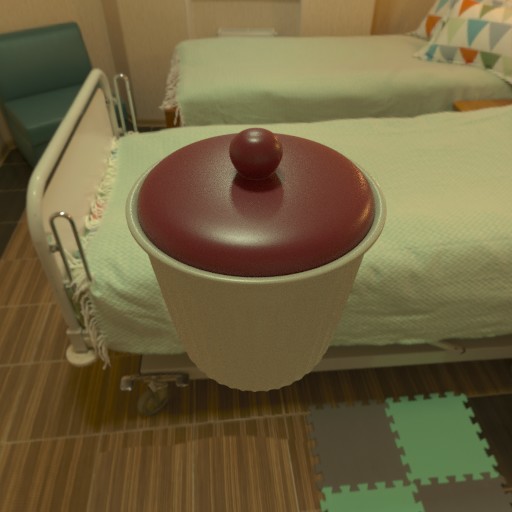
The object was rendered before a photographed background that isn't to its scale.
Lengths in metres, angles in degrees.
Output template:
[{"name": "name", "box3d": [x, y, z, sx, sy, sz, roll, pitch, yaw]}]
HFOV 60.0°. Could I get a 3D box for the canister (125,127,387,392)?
[{"name": "canister", "box3d": [0.000, 0.000, 0.353, 0.181, 0.211, 0.181, 0, 41, 0]}]
